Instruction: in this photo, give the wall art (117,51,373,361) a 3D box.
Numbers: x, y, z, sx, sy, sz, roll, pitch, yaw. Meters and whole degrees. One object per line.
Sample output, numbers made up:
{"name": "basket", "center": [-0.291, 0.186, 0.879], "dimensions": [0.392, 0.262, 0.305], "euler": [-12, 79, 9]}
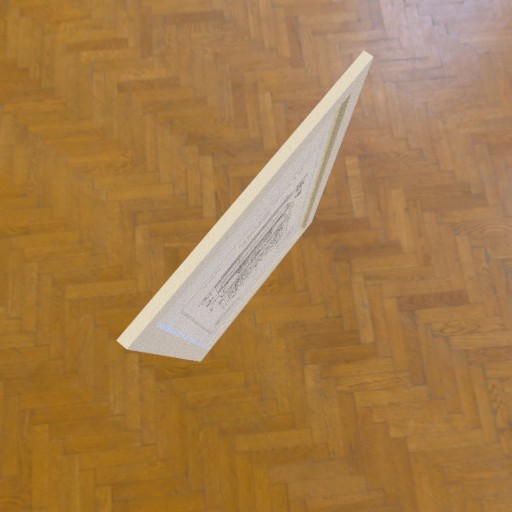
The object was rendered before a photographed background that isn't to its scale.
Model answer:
{"name": "wall art", "center": [0.000, 0.000, 0.684], "dimensions": [0.013, 0.533, 0.381], "euler": [37, 78, 9]}
